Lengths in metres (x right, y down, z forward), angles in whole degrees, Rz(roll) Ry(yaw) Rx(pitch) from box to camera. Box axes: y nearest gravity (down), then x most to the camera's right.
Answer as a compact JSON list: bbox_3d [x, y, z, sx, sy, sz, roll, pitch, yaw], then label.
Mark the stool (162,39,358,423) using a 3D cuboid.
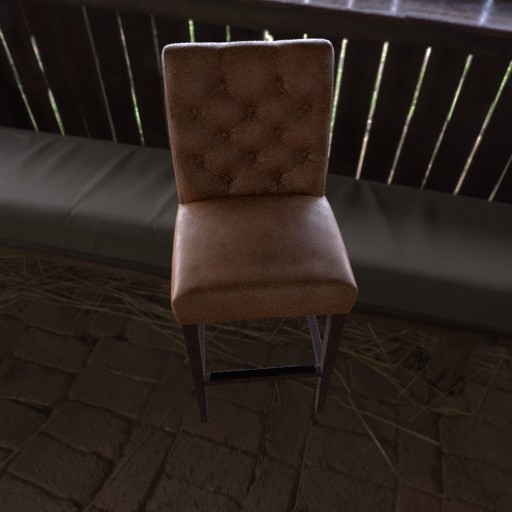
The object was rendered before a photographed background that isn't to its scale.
[{"bbox_3d":[0.000,0.000,1.426,0.493,1.140,0.601,-4,46,-3],"label":"stool"}]
